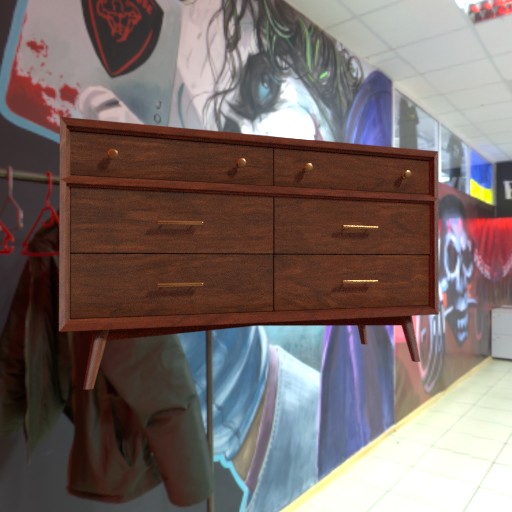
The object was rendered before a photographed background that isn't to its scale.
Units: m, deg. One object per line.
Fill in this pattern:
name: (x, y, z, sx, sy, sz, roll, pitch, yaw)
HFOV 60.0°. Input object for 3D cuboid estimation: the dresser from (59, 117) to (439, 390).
dresser: (0.000, 0.000, 1.864, 1.472, 0.889, 0.500, 0, -1, -18)
